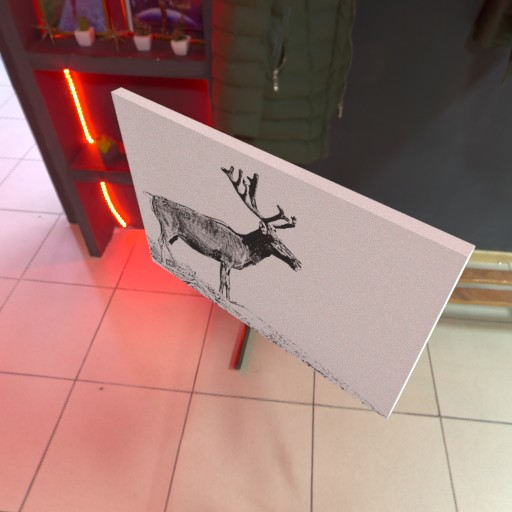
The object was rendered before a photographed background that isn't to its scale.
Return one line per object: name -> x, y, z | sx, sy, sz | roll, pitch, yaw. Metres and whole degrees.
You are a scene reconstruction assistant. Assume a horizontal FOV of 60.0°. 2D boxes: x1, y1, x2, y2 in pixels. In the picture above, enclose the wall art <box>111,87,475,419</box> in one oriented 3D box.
wall art -> 0.000, 0.000, 1.142 | 0.906, 0.617, 0.033 | 30, 53, 26
